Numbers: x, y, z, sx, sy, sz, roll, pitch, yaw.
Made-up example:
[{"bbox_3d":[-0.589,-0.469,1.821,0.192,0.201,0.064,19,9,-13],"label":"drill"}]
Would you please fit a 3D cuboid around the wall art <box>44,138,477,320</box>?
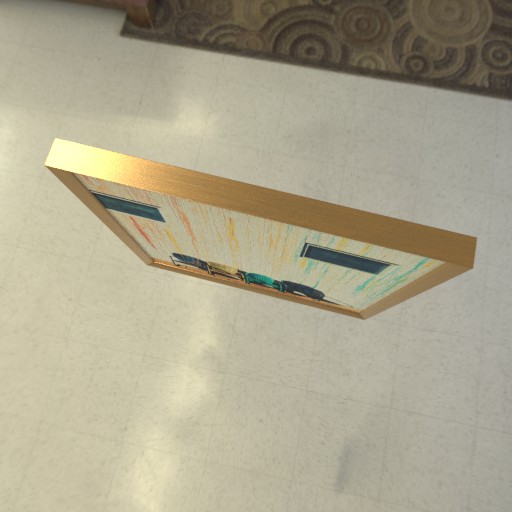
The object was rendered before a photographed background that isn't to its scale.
[{"bbox_3d":[0.000,0.000,0.754,0.505,0.505,0.037,14,76,4],"label":"wall art"}]
